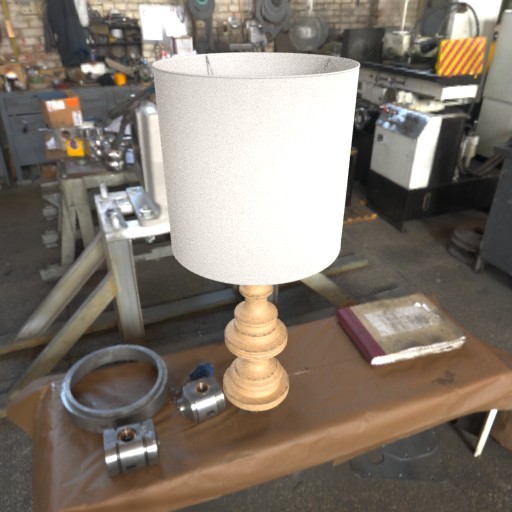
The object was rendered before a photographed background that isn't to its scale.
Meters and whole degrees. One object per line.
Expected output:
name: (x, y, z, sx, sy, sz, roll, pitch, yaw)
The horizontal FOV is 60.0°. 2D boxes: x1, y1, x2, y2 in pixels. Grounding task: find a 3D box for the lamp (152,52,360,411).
lamp: (0.000, 0.000, 0.565, 0.208, 0.455, 0.208, 19, 35, 30)
